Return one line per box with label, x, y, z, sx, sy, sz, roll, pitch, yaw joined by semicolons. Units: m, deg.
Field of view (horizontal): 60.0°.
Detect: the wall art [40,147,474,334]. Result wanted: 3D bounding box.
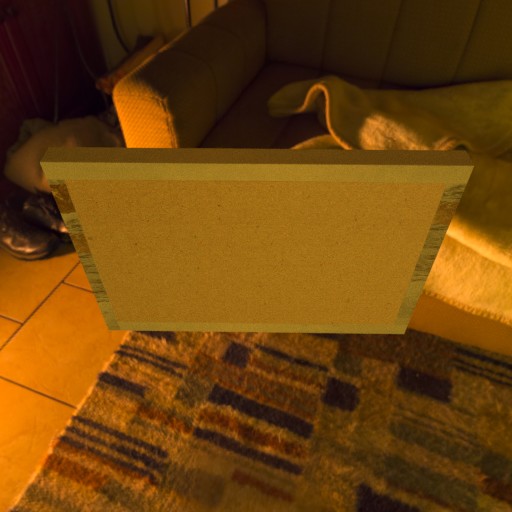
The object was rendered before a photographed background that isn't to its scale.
wall art;0.000;0.000;0.776;0.606;0.407;0.041;1;46;1
